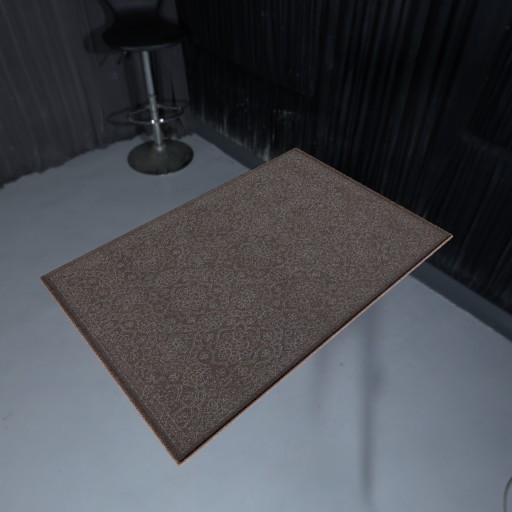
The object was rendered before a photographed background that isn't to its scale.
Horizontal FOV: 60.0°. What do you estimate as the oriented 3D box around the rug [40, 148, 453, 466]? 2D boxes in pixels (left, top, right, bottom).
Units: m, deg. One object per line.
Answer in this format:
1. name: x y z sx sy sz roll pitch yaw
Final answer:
1. rug: 0.000 0.000 2.914 2.286 0.011 1.524 -32 53 -28
